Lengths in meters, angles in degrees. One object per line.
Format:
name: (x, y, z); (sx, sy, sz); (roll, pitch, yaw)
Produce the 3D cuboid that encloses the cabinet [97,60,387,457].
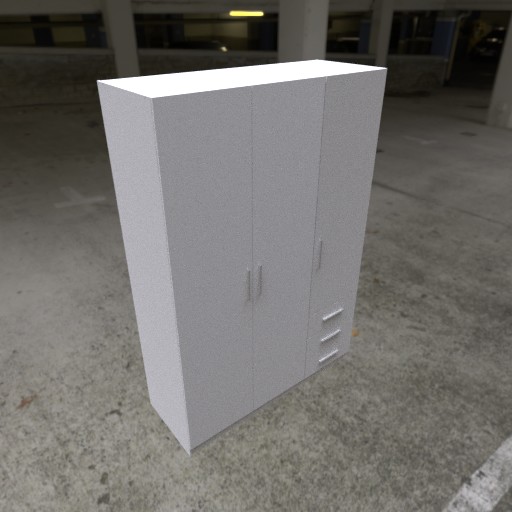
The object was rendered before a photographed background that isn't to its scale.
cabinet: (0.000, 0.000, 2.495); (1.290, 1.910, 0.510); (-21, 36, -33)
